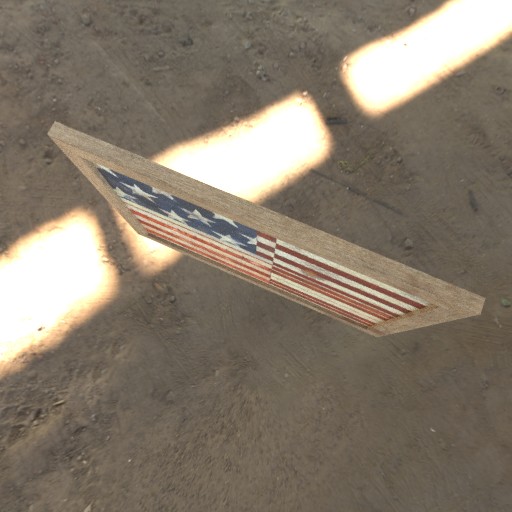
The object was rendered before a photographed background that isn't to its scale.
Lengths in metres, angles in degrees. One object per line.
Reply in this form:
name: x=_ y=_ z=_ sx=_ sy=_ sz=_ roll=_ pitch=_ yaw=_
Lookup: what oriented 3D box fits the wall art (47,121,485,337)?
wall art: x=0.000 y=0.000 z=0.910 sx=0.690 sy=0.535 sz=0.026 roll=23 pitch=77 yaw=5
